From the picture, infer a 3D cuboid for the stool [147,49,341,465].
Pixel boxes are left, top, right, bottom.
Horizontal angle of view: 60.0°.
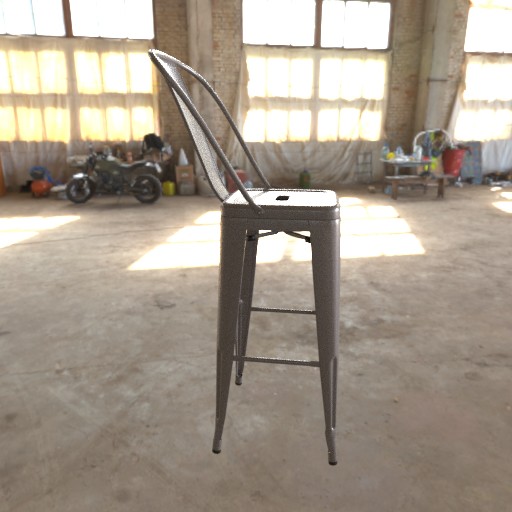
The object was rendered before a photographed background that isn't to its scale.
[{"bbox_3d":[0.000,0.000,1.290,0.513,1.096,0.399,2,17,8],"label":"stool"}]
